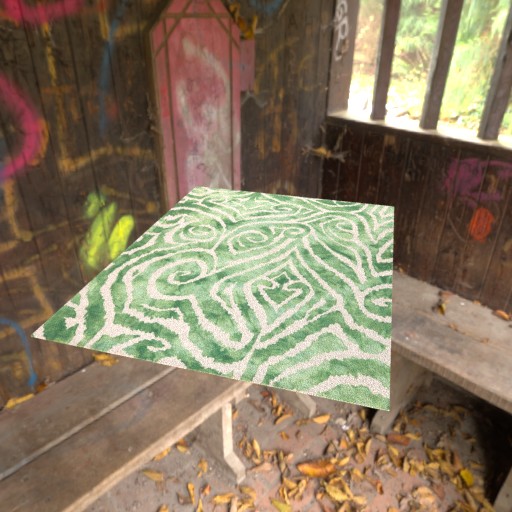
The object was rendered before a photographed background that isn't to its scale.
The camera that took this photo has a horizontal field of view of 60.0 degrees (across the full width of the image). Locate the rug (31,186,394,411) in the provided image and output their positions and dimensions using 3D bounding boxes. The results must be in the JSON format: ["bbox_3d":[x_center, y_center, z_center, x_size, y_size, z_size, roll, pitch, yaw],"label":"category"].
[{"bbox_3d":[0.000,0.000,4.099,2.436,0.007,3.045,8,31,14],"label":"rug"}]
